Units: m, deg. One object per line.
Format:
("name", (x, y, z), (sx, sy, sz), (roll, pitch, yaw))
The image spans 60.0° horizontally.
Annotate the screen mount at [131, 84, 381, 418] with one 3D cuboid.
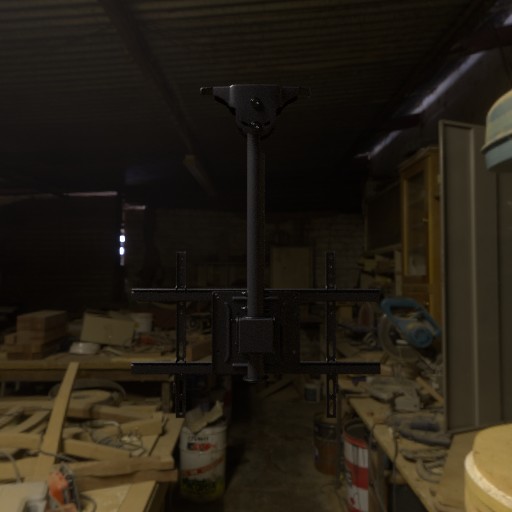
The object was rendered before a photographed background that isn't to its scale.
("screen mount", (0.000, 0.000, 1.031), (0.595, 0.775, 0.090), (0, -2, 0))
